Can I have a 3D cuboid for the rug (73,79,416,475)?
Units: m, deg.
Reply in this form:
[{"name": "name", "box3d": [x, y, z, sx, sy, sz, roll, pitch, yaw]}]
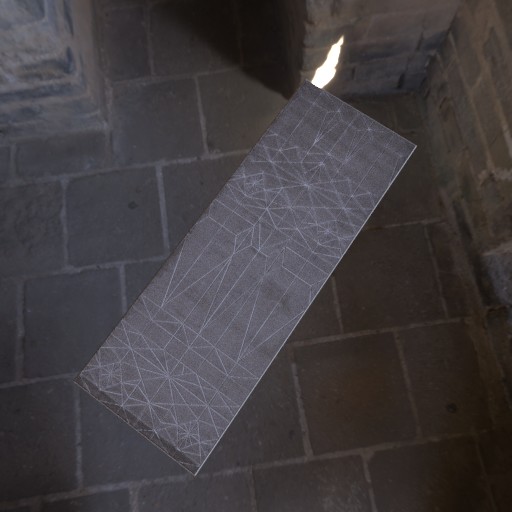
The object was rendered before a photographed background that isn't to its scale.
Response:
[{"name": "rug", "box3d": [0.000, 0.000, 2.690, 0.864, 0.012, 2.388, 34, 79, 8]}]
